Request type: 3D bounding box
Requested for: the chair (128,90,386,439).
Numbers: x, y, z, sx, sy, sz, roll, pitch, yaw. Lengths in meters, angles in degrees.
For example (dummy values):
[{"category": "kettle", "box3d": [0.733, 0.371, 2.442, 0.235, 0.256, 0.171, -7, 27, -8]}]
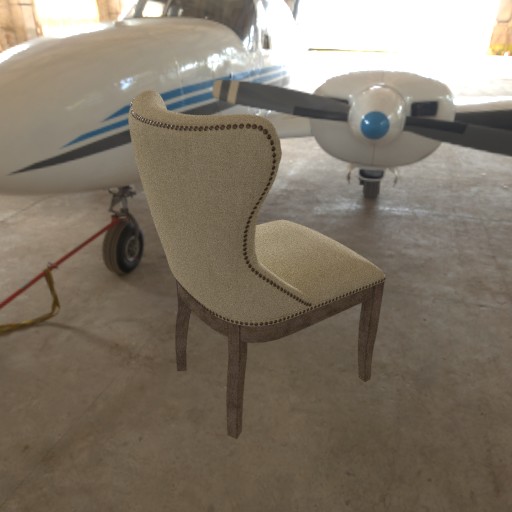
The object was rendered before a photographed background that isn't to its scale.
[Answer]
[{"category": "chair", "box3d": [0.000, 0.000, 1.455, 0.681, 1.002, 0.654, -17, 32, -31]}]
